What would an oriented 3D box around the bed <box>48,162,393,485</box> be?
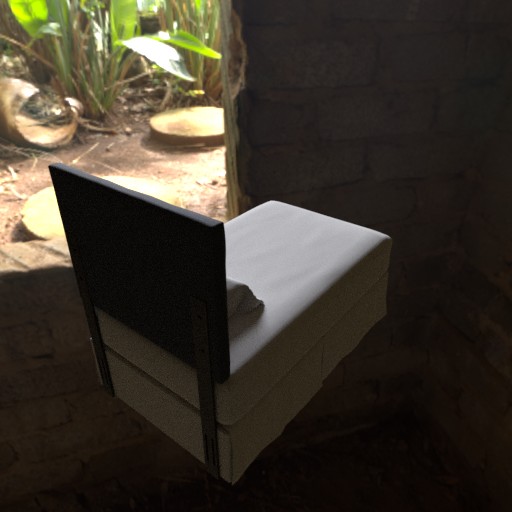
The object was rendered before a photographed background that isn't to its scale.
[{"bbox_3d":[0.000,0.000,2.980,1.261,1.571,1.997,22,37,32],"label":"bed"}]
